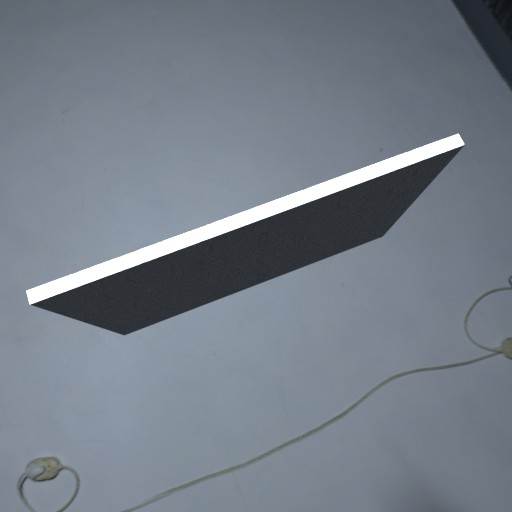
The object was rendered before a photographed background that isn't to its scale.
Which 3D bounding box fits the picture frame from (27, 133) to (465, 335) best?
[{"bbox_3d":[0.000,0.000,1.216,0.950,0.640,0.029,-21,76,-6],"label":"picture frame"}]
